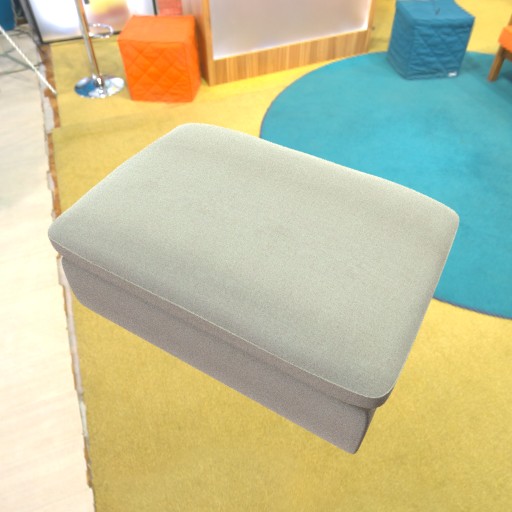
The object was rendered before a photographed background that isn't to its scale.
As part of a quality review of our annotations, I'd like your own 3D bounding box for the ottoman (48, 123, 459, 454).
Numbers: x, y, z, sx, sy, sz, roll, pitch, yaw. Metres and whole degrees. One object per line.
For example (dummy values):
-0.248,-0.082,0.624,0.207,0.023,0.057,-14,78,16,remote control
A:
0.000,0.000,1.328,0.984,0.453,0.686,23,51,20,ottoman
